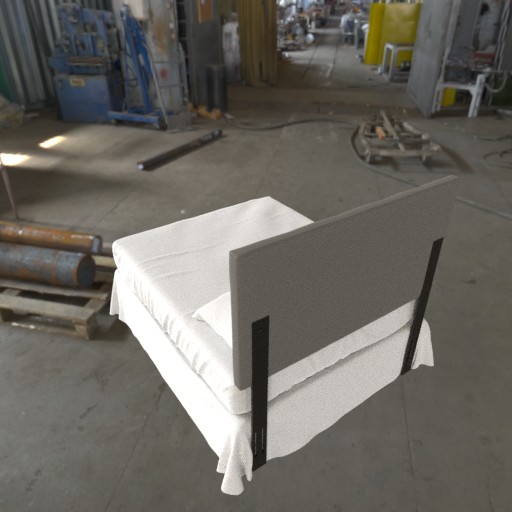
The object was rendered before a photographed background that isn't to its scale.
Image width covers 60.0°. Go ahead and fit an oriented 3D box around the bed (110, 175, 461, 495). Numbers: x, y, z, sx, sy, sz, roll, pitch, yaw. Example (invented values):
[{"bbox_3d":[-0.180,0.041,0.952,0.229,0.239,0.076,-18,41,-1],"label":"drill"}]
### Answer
[{"bbox_3d":[0.000,0.000,3.407,1.936,1.577,2.222,-20,37,-29],"label":"bed"}]
